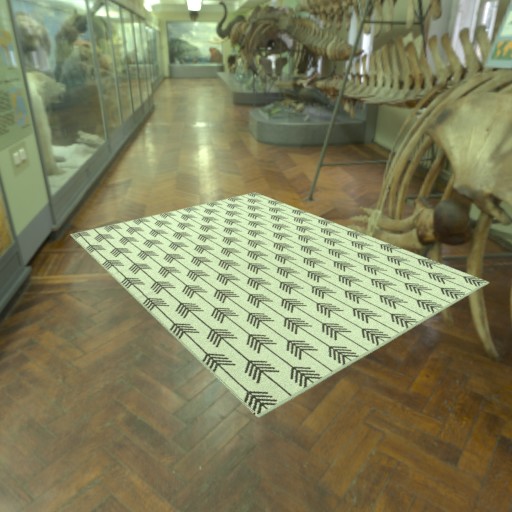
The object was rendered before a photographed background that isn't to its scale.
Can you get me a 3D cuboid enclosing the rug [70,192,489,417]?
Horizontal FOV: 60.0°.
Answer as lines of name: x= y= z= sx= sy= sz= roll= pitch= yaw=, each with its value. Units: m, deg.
rug: x=0.000 y=0.000 z=3.968 sx=2.330 sy=0.010 sz=3.061 roll=-18 pitch=31 yaw=-34
